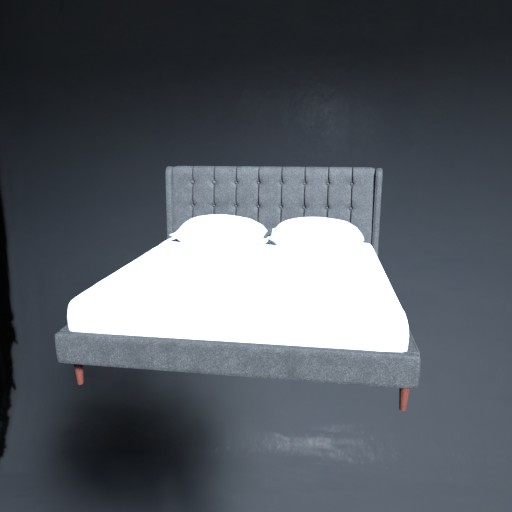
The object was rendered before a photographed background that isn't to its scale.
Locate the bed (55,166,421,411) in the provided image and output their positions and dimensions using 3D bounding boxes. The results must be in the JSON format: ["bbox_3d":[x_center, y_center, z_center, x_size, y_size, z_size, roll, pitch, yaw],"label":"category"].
[{"bbox_3d":[0.000,0.000,2.543,1.531,0.933,1.638,2,14,8],"label":"bed"}]
